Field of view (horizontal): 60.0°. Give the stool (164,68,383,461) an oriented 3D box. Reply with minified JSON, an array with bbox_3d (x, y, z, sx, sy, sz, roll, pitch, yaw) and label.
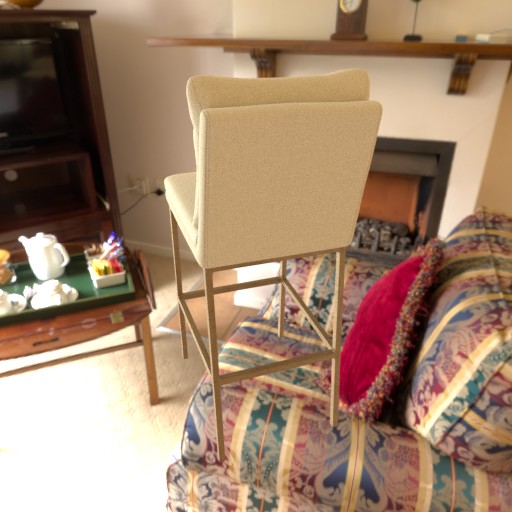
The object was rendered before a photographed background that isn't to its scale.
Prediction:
[{"bbox_3d":[0.000,0.000,1.417,0.463,1.125,0.572,-9,29,-17],"label":"stool"}]
